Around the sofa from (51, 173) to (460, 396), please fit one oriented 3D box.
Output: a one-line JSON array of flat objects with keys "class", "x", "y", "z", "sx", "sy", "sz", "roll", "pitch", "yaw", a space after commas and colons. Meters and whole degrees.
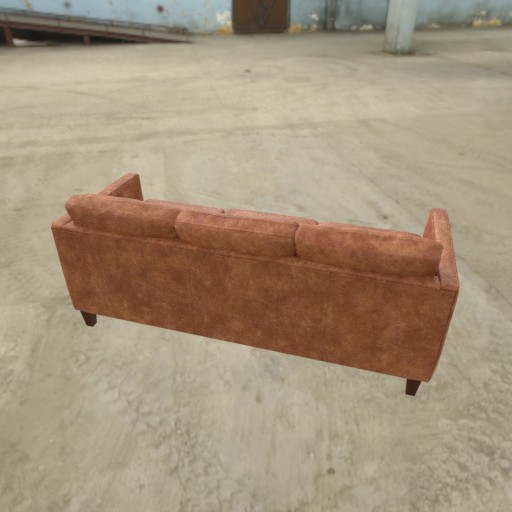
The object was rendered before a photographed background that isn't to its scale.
[{"class": "sofa", "x": 0.000, "y": 0.000, "z": 3.102, "sx": 2.464, "sy": 1.006, "sz": 1.045, "roll": 9, "pitch": 32, "yaw": 14}]
